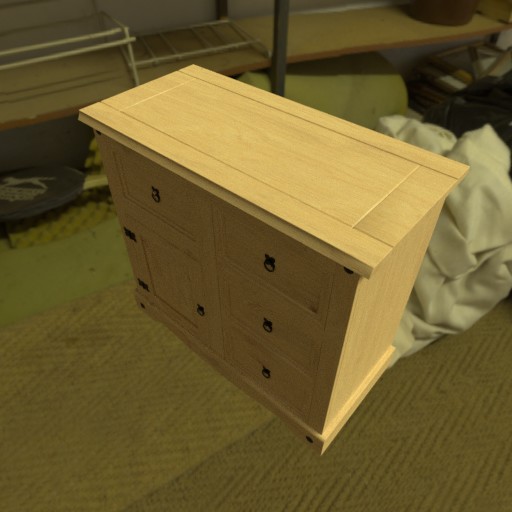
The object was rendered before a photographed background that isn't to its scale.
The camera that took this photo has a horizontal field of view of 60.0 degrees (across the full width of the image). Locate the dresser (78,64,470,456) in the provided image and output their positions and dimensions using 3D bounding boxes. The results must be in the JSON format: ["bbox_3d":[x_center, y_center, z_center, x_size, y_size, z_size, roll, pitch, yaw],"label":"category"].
[{"bbox_3d":[0.000,0.000,1.398,0.915,0.835,0.440,31,52,28],"label":"dresser"}]
